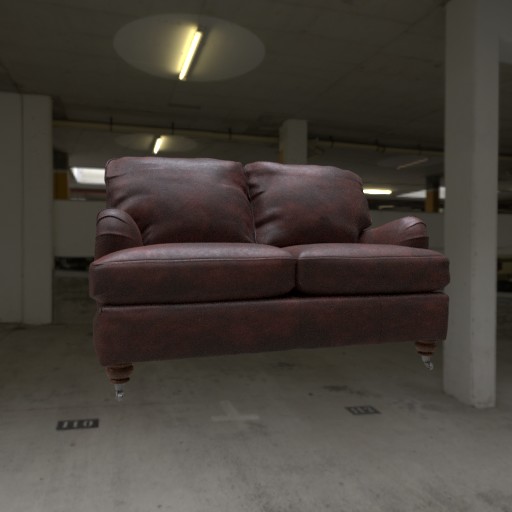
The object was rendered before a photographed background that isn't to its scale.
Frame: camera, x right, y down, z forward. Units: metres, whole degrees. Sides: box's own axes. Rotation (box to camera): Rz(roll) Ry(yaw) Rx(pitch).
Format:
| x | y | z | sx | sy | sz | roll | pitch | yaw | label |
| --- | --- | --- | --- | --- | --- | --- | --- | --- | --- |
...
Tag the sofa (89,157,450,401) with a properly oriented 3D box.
| x | y | z | sx | sy | sz | roll | pitch | yaw | label |
| --- | --- | --- | --- | --- | --- | --- | --- | --- | --- |
| 0.000 | 0.000 | 2.363 | 1.628 | 1.070 | 1.148 | 0 | 1 | -18 | sofa |
